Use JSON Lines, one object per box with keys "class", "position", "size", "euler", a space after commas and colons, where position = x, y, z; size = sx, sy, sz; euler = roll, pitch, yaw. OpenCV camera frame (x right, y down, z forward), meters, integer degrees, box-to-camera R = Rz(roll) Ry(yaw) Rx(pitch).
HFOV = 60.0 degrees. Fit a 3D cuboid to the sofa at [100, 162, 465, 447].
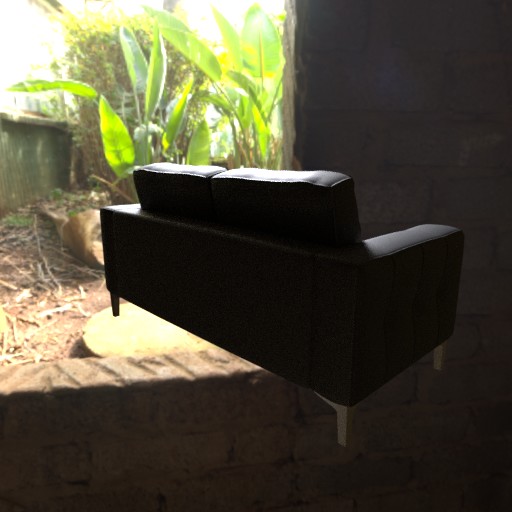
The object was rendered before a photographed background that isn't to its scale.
{"class": "sofa", "position": [0.000, 0.000, 2.211], "size": [0.833, 0.893, 1.726], "euler": [-14, 20, -43]}
